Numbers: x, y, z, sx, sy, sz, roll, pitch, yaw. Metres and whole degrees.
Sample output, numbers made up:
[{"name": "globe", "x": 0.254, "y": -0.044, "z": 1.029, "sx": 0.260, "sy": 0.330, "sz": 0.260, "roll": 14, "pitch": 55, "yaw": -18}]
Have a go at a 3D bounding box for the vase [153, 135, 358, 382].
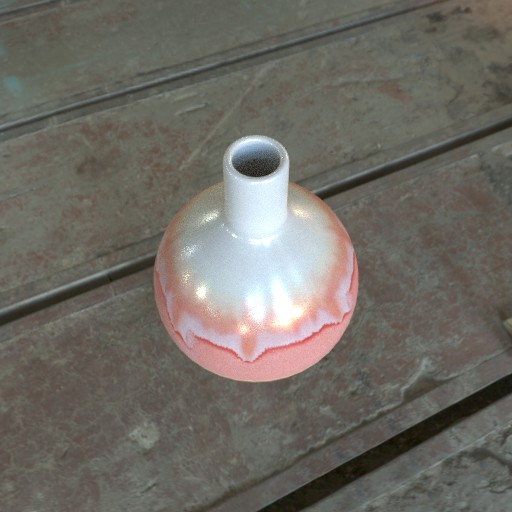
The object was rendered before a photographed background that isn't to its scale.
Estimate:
[{"name": "vase", "x": 0.000, "y": 0.000, "z": 0.277, "sx": 0.137, "sy": 0.176, "sz": 0.137, "roll": 0, "pitch": 59, "yaw": 0}]
